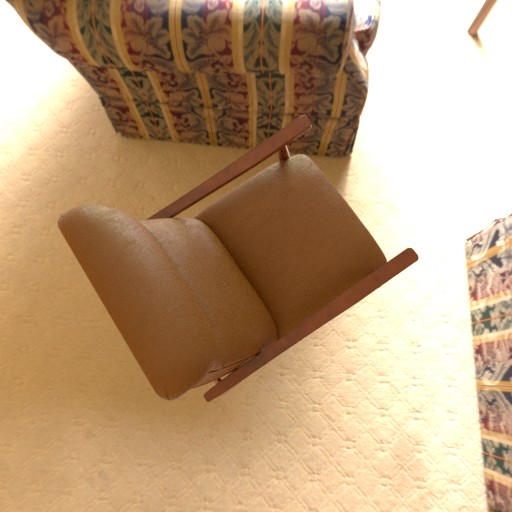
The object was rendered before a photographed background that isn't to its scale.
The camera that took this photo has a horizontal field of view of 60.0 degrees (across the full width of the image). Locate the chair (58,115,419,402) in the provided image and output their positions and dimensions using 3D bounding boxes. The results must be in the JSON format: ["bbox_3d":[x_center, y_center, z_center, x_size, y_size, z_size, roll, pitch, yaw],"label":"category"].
[{"bbox_3d":[0.000,0.000,1.791,1.014,1.082,0.762,-33,77,-8],"label":"chair"}]
